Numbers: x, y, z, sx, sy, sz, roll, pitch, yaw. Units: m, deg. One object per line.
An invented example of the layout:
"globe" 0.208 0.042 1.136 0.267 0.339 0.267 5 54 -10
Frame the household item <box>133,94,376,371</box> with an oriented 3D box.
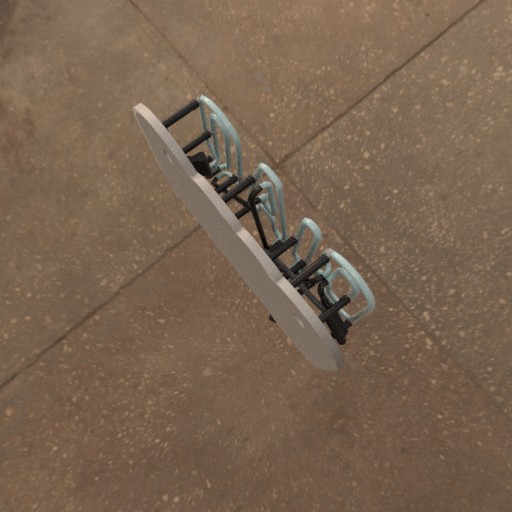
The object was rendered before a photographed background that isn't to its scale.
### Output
"household item" 0.000 0.000 0.392 0.042 0.294 0.211 -37 79 -8
